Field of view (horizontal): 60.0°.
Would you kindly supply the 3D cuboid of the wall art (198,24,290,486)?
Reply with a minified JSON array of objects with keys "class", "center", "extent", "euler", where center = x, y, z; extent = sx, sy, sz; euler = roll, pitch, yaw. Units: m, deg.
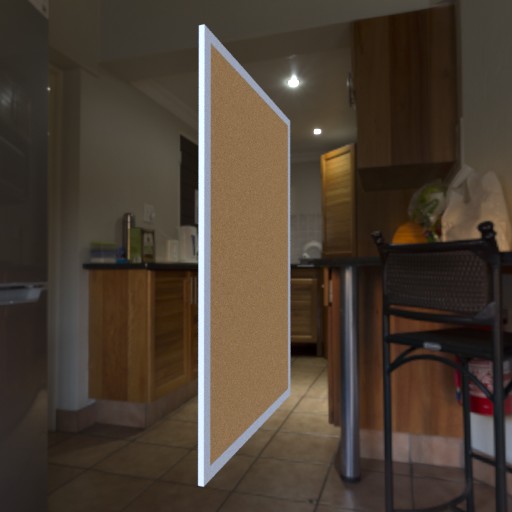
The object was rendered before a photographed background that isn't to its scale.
[{"class":"wall art","center":[0.000,0.000,1.213],"extent":[0.013,0.940,0.659],"euler":[0,-1,20]}]
